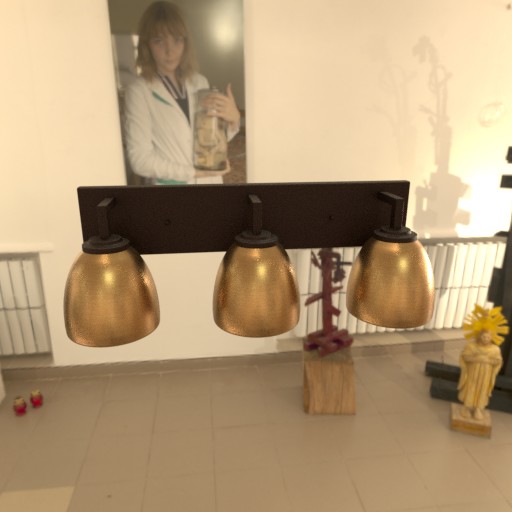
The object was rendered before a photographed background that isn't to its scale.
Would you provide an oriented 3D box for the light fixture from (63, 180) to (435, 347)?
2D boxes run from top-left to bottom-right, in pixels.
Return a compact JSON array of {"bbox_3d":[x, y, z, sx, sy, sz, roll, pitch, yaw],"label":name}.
[{"bbox_3d":[0.000,0.000,0.689,0.582,0.204,0.157,-2,18,-7],"label":"light fixture"}]
